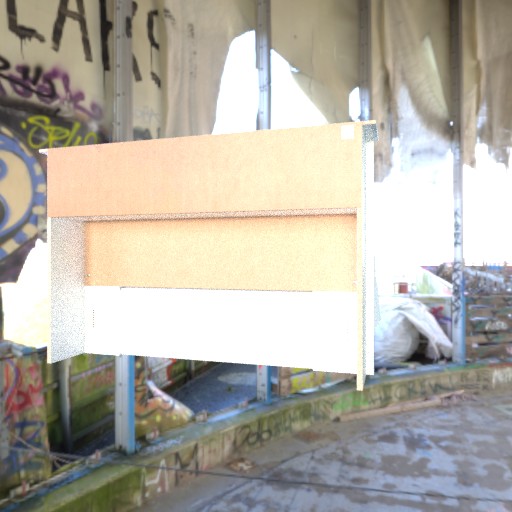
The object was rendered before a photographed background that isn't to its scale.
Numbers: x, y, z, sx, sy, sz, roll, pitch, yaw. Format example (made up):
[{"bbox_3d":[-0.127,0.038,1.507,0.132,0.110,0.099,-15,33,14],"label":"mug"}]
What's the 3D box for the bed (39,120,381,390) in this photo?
[{"bbox_3d":[0.000,0.000,3.044,1.671,1.092,2.133,0,0,17],"label":"bed"}]
